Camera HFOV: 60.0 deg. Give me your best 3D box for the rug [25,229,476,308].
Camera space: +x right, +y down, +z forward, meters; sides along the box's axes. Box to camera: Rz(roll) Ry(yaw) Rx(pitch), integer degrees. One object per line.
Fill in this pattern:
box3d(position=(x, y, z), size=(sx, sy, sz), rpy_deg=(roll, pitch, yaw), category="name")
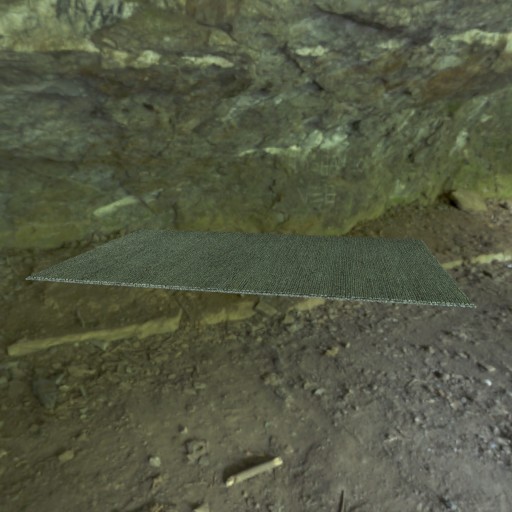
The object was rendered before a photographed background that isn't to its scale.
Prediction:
box3d(position=(0.000, 0.000, 3.075), size=(2.443, 0.021, 1.538), rpy_deg=(3, 14, 10), category="rug")
